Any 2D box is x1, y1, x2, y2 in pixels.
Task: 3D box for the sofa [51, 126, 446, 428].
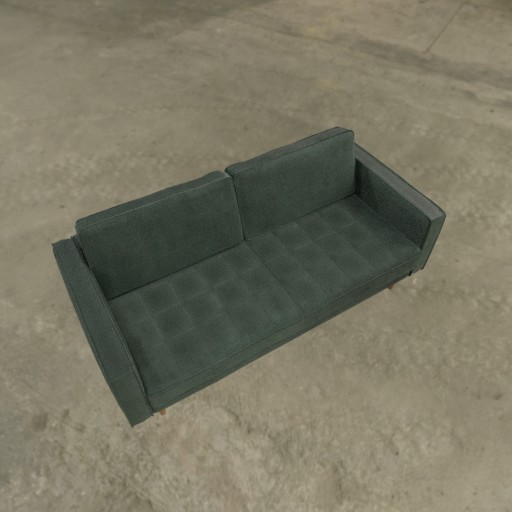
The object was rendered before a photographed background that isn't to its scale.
[{"bbox_3d":[0.000,0.000,2.328,1.816,0.781,0.886,-24,52,-20],"label":"sofa"}]
